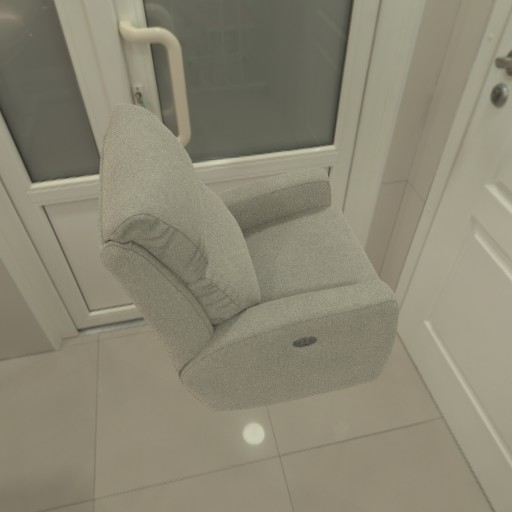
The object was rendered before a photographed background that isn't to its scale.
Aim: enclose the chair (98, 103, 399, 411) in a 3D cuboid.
[{"bbox_3d":[0.000,0.000,1.642,0.940,1.021,0.794,-9,46,-9],"label":"chair"}]
